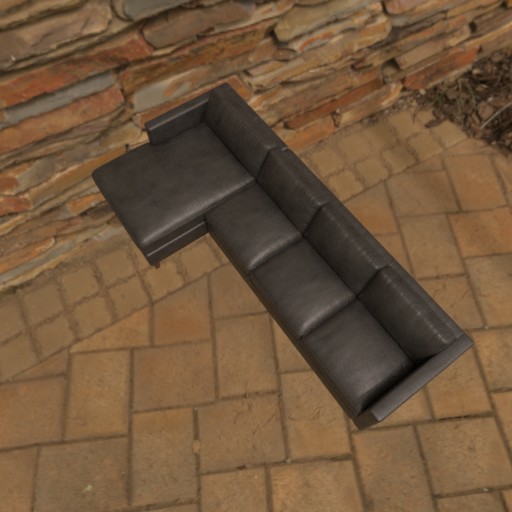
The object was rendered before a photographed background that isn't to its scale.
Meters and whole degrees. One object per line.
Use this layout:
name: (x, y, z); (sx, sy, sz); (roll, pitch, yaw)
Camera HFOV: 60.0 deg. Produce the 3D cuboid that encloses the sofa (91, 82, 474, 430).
sofa: (0.000, 0.000, 3.809); (1.581, 0.883, 3.203); (-33, 68, -15)
